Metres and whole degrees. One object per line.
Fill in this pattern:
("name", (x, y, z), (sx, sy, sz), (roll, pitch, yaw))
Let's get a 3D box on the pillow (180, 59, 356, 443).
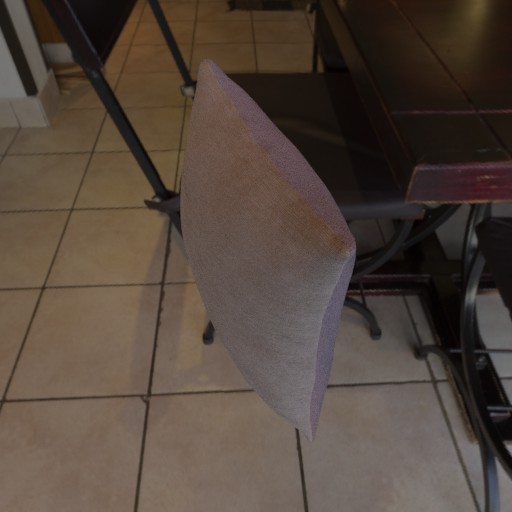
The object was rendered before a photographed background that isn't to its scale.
("pillow", (0.000, 0.000, 0.693), (0.204, 0.439, 0.452), (-16, 48, -15))
